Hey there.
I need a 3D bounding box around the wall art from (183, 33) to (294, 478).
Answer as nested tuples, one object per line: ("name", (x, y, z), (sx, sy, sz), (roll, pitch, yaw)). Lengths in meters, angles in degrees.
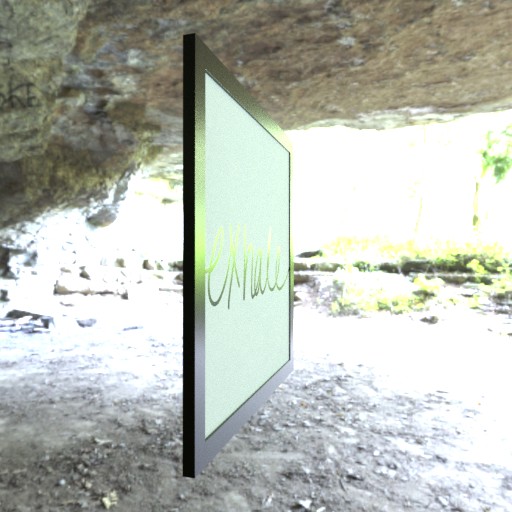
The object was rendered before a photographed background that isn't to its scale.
("wall art", (0.000, 0.000, 0.656), (0.014, 0.445, 0.446), (0, 0, 18))
